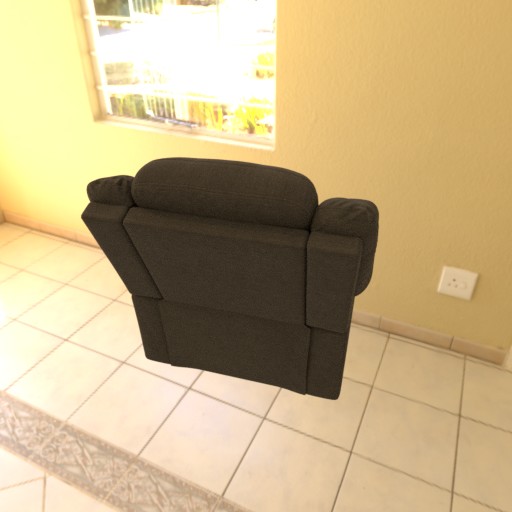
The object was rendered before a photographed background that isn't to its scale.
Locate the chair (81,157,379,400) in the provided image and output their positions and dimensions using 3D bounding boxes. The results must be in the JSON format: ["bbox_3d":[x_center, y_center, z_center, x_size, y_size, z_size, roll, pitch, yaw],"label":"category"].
[{"bbox_3d":[0.000,0.000,1.756,0.899,1.008,0.944,9,34,13],"label":"chair"}]
